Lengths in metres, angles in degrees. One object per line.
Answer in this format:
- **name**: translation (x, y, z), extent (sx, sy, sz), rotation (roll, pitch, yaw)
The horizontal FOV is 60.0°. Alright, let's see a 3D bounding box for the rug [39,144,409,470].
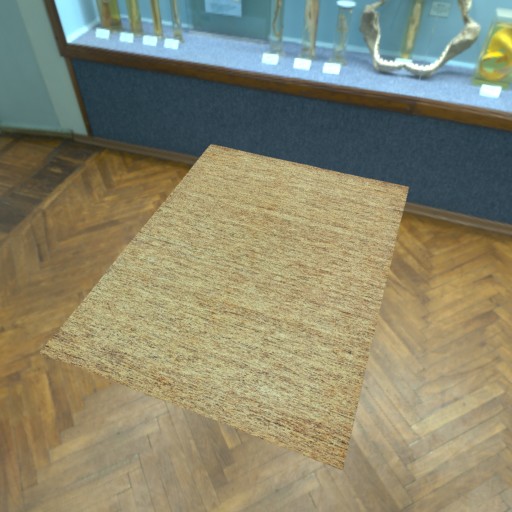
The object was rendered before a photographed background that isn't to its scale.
- **rug**: translation (0.000, 0.000, 4.222), extent (2.438, 0.012, 3.200), rotation (15, 48, 14)
